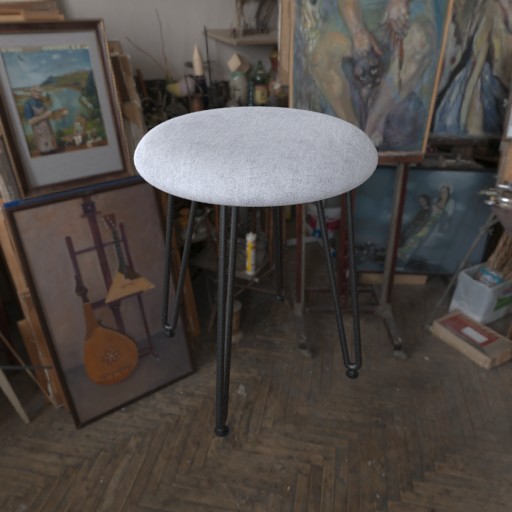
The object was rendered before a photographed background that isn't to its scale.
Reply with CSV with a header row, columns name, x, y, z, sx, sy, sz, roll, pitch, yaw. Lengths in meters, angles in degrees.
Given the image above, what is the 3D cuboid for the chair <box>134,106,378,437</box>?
name,x,y,z,sx,sy,sz,roll,pitch,yaw
chair,0.000,0.000,0.657,0.350,0.386,0.350,9,32,15
